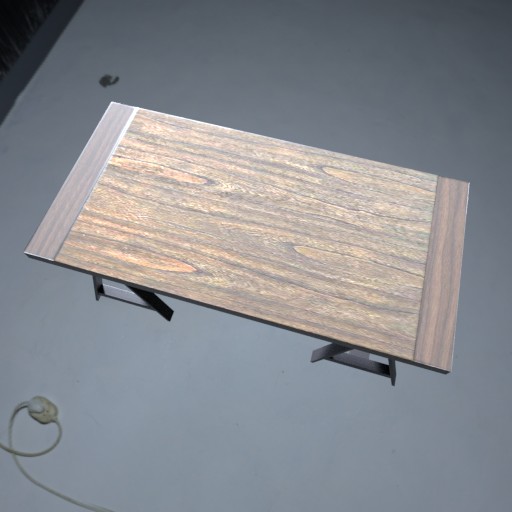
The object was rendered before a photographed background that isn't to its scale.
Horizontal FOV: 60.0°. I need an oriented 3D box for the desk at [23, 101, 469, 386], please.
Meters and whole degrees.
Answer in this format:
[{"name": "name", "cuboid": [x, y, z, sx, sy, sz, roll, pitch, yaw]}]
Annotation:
[{"name": "desk", "cuboid": [0.000, 0.000, 1.997, 1.543, 0.725, 0.784, 15, 65, 7]}]
